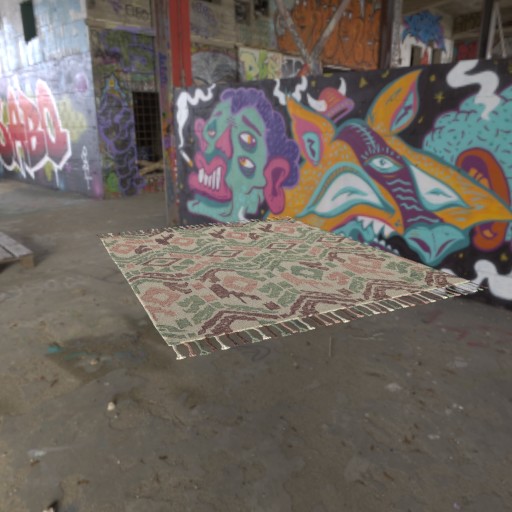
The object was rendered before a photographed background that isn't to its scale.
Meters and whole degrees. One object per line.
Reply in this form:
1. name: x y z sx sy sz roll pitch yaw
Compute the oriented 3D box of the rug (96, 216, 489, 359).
1. rug: 0.000 0.000 4.066 2.438 0.010 3.048 -8 18 -25
